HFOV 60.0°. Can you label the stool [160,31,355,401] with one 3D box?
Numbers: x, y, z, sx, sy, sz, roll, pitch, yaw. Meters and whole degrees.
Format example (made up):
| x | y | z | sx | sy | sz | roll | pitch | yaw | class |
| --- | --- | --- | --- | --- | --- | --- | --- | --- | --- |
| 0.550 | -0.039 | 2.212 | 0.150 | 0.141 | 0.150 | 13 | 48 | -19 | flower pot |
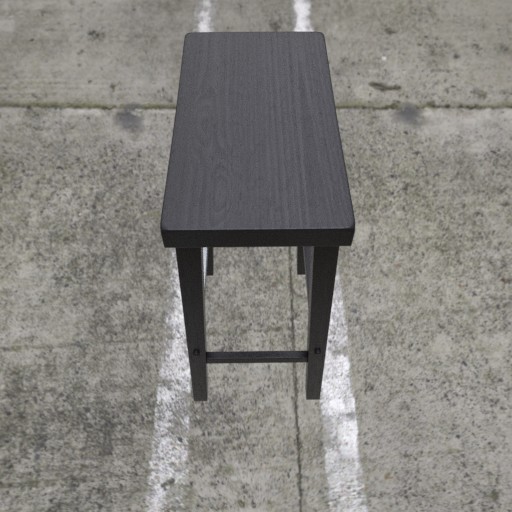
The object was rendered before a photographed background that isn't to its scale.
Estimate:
| x | y | z | sx | sy | sz | roll | pitch | yaw | class |
| --- | --- | --- | --- | --- | --- | --- | --- | --- | --- |
| 0.000 | 0.000 | 0.935 | 0.322 | 0.742 | 0.406 | -1 | 57 | 0 | stool |
